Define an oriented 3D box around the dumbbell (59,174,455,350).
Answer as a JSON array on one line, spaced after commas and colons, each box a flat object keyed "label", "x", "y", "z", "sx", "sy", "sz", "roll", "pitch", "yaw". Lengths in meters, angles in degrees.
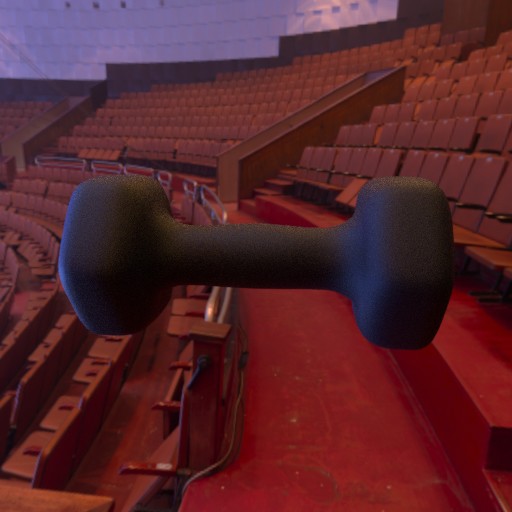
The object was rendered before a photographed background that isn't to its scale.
[{"label": "dumbbell", "x": 0.000, "y": 0.000, "z": 0.286, "sx": 0.231, "sy": 0.101, "sz": 0.112, "roll": 2, "pitch": 14, "yaw": 7}]
